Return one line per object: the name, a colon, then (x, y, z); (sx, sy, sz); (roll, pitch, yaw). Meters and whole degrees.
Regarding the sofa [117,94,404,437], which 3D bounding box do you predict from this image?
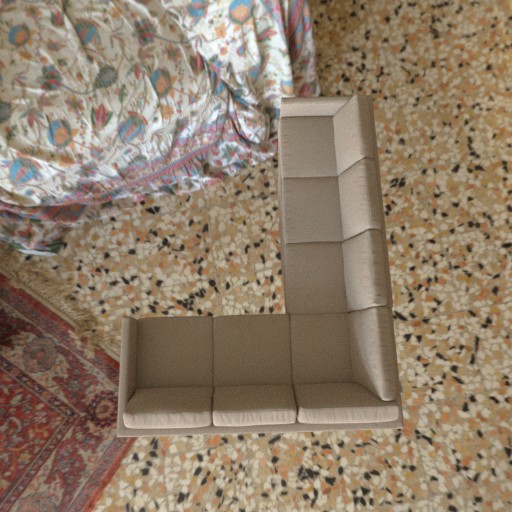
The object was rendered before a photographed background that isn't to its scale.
sofa: (0.000, 0.000, 4.320); (2.432, 0.871, 3.182); (-1, 76, 0)
